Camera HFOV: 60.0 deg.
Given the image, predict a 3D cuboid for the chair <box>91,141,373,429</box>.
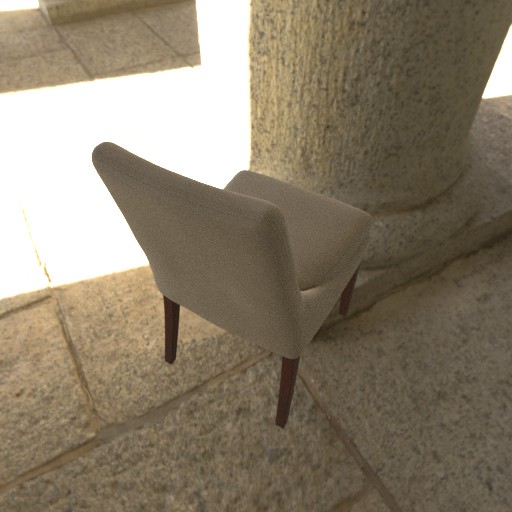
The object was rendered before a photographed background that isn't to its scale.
[{"bbox_3d":[0.000,0.000,1.298,0.515,0.940,0.638,23,51,20],"label":"chair"}]
